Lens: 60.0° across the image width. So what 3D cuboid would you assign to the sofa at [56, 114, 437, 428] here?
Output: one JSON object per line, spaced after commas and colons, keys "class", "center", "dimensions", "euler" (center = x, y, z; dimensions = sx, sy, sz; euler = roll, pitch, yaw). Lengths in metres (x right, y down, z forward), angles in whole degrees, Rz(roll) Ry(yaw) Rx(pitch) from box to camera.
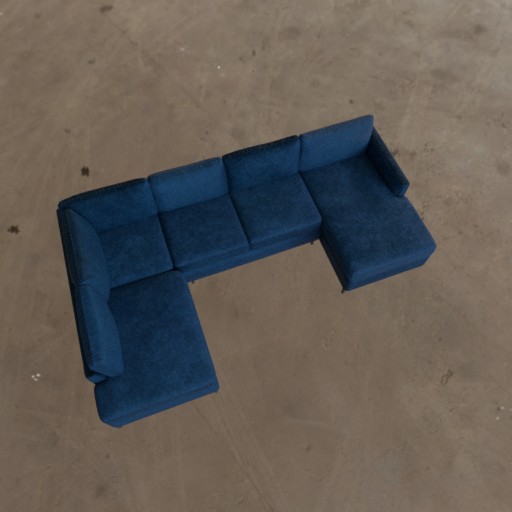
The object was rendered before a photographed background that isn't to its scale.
{"class": "sofa", "center": [0.000, 0.000, 4.309], "dimensions": [3.434, 0.992, 2.055], "euler": [-18, 64, -9]}
